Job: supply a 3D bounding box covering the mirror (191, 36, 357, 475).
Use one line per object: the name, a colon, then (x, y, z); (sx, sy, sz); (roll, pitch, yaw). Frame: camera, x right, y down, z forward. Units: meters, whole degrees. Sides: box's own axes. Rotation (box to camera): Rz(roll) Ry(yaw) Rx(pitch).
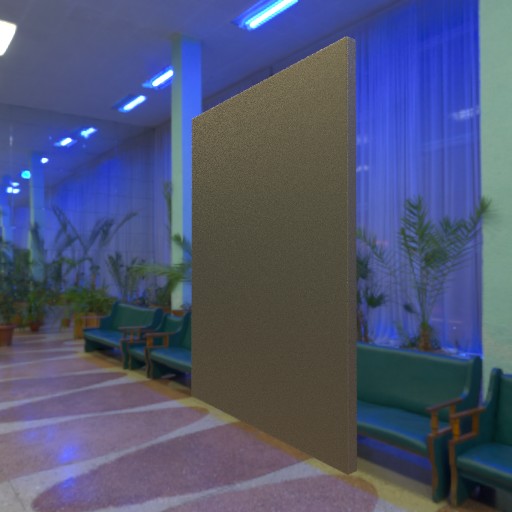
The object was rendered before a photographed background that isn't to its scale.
mirror: (0.000, 0.000, 1.344); (0.032, 1.023, 0.756); (0, -1, -37)
